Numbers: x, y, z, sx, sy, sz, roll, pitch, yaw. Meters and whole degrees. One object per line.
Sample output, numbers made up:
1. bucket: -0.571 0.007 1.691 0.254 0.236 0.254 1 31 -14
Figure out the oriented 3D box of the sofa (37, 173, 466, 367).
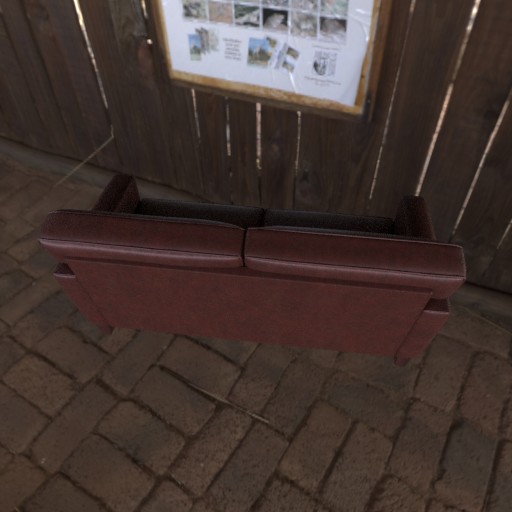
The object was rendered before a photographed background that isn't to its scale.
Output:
1. sofa: 0.000 0.000 2.404 1.876 0.928 0.912 5 45 5
